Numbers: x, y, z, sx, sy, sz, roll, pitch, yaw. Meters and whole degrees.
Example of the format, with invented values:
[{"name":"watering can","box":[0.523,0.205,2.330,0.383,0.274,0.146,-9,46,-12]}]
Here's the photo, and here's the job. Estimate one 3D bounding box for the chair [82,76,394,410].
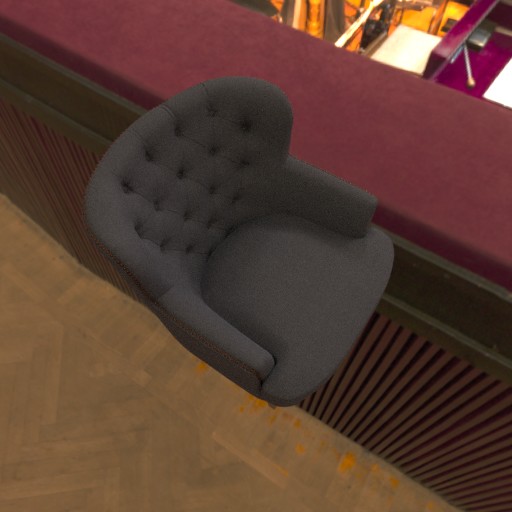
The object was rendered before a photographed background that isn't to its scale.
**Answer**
[{"name":"chair","box":[0.000,0.000,1.619,0.906,0.868,0.848,30,62,18]}]
